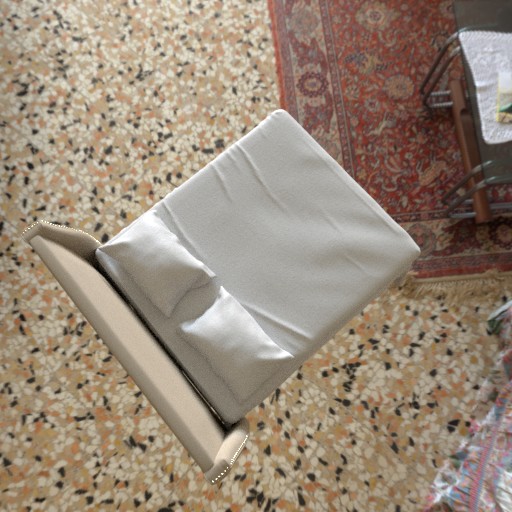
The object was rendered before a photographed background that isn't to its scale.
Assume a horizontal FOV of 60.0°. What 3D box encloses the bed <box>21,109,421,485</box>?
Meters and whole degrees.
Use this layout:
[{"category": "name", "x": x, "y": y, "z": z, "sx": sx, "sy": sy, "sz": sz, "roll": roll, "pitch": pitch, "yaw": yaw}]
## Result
[{"category": "bed", "x": 0.000, "y": 0.000, "z": 3.380, "sx": 2.276, "sy": 1.332, "sz": 1.925, "roll": -40, "pitch": 79, "yaw": -9}]
